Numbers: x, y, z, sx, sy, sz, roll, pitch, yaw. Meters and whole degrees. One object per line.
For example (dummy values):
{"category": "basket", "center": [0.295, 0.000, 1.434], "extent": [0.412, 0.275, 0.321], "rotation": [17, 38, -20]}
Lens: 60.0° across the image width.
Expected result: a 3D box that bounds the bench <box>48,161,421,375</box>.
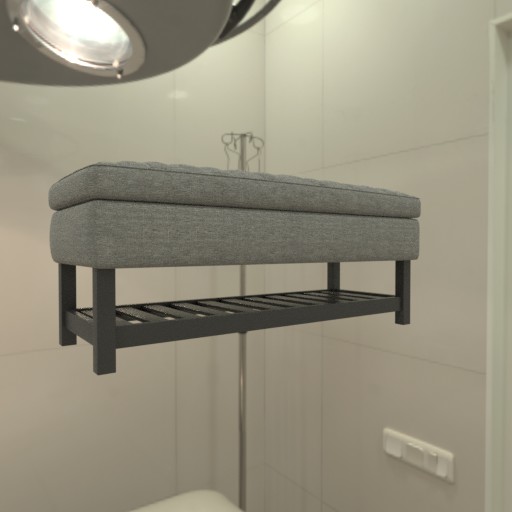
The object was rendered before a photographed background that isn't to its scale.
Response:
{"category": "bench", "center": [0.000, 0.000, 1.345], "extent": [1.100, 0.470, 0.429], "rotation": [-1, 1, -36]}
